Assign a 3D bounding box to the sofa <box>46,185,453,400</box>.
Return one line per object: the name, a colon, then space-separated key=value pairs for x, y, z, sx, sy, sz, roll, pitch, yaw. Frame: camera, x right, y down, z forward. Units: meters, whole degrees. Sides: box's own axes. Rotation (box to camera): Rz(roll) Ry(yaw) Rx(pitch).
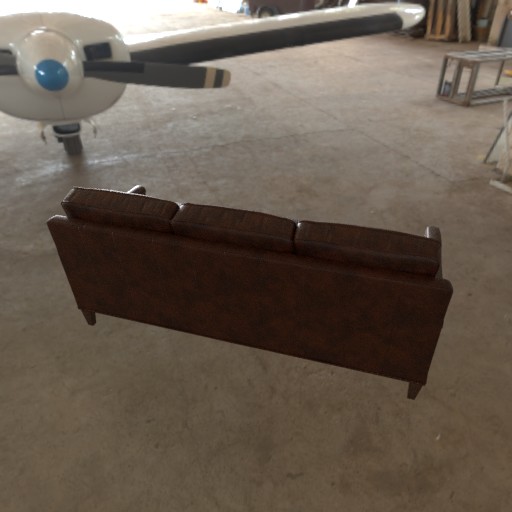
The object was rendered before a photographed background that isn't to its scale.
sofa: x=0.000 y=0.000 z=2.840 sx=2.240 sy=1.003 sz=1.084 roll=10 pitch=34 yaw=14
